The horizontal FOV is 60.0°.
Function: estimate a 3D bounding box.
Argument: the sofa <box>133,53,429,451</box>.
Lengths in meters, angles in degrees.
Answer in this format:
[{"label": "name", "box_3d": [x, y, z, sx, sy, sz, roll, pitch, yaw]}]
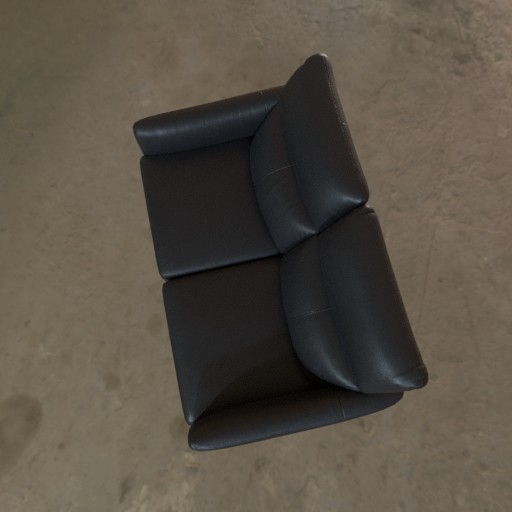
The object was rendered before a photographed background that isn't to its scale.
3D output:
[{"label": "sofa", "box_3d": [0.000, 0.000, 2.097, 0.958, 0.920, 1.596, -12, 76, -3]}]
